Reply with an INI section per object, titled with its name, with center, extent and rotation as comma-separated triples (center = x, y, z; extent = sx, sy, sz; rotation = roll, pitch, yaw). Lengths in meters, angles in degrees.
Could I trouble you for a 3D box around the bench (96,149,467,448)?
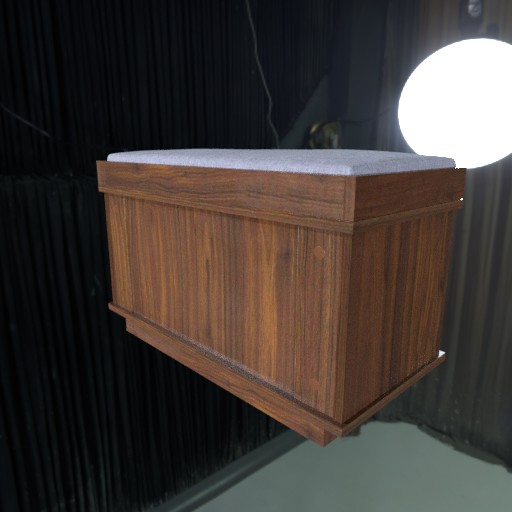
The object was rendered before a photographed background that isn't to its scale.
[bench]
center = 0.000, 0.000, 0.983
extent = 0.362, 0.461, 0.734
rotation = -13, 19, -42
